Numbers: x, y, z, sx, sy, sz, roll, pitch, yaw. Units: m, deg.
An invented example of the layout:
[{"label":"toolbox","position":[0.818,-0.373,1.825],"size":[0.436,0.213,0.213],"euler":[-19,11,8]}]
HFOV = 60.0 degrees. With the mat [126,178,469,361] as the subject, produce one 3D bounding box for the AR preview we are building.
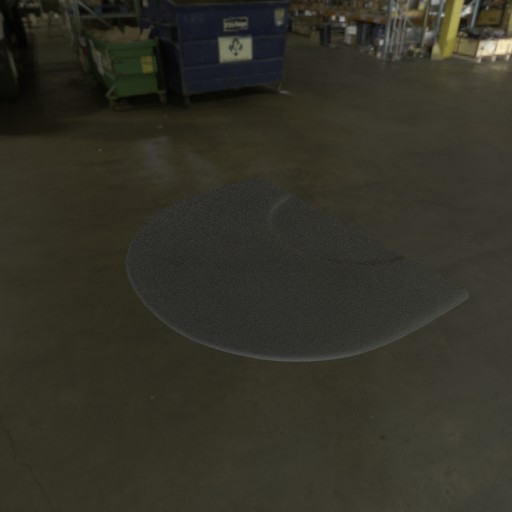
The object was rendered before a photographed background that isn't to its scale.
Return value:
[{"label":"mat","position":[0.000,0.000,1.669],"size":[0.917,0.016,1.220],"euler":[-21,38,-29]}]
